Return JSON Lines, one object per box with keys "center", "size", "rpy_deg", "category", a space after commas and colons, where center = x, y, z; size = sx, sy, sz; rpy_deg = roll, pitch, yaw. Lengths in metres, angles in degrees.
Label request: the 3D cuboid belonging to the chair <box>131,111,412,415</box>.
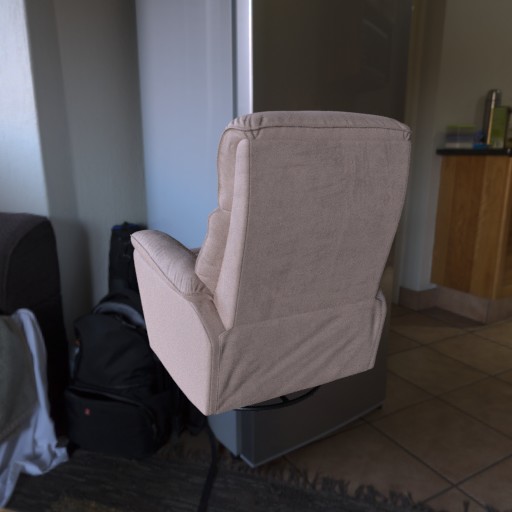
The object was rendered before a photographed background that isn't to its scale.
{"center": [0.000, 0.000, 1.753], "size": [0.820, 1.037, 1.004], "rpy_deg": [-7, 15, -26], "category": "chair"}
